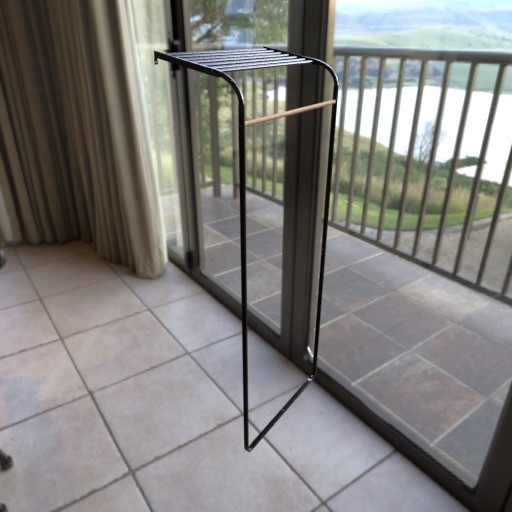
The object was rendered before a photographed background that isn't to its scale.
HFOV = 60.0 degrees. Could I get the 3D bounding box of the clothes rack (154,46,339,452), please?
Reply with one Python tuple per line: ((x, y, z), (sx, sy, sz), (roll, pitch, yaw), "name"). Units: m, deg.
((0.000, 0.000, 1.860), (0.349, 1.574, 0.609), (18, 32, 31), "clothes rack")
